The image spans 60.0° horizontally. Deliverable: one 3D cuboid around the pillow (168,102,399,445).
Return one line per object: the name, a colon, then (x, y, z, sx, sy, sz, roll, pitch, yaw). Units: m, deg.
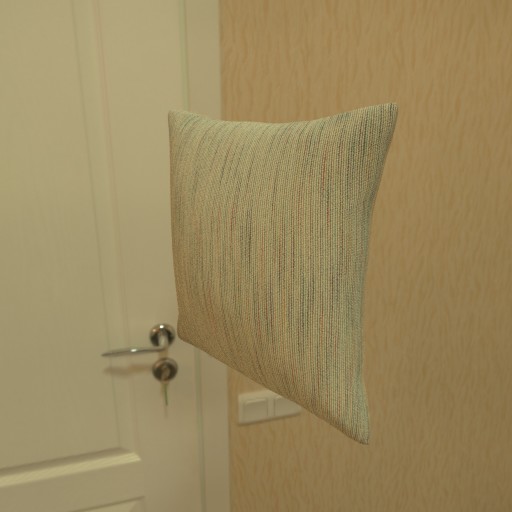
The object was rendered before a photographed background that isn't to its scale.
pillow: (0.000, 0.000, 0.792, 0.178, 0.506, 0.512, -16, 23, -42)
